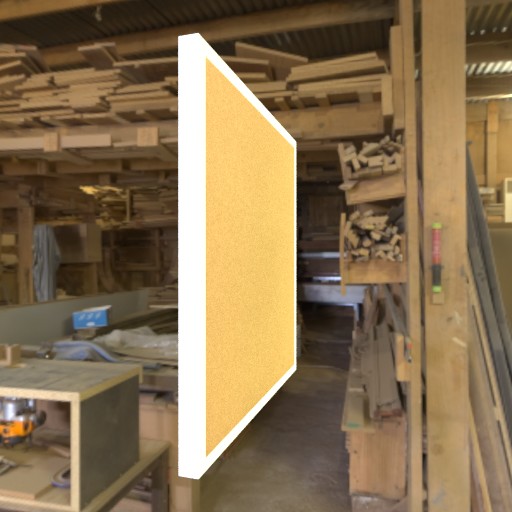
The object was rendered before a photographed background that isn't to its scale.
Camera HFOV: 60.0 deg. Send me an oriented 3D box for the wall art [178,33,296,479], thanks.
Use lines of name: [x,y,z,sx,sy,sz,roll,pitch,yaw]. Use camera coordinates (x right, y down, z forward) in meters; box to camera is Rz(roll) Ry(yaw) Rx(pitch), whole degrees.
wall art: [0.000,0.000,1.125,0.038,0.761,0.763,0,0,18]
